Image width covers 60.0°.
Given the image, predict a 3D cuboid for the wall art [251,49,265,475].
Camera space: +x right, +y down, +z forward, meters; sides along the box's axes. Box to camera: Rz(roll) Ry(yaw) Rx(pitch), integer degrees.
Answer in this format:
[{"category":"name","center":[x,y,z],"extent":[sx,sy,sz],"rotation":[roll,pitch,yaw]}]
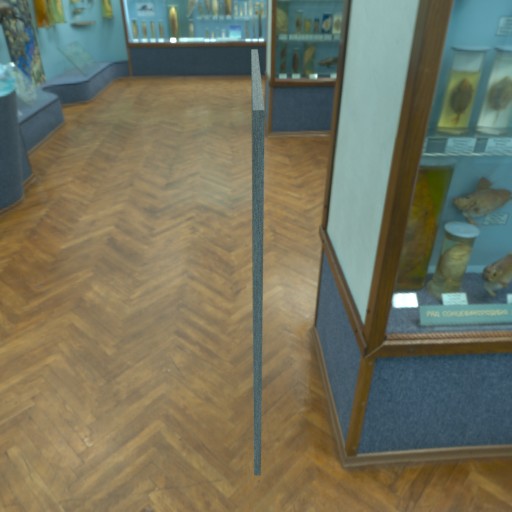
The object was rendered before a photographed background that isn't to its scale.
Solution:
[{"category":"wall art","center":[0.000,0.000,1.370],"extent":[0.020,1.070,0.768],"rotation":[0,32,-1]}]
